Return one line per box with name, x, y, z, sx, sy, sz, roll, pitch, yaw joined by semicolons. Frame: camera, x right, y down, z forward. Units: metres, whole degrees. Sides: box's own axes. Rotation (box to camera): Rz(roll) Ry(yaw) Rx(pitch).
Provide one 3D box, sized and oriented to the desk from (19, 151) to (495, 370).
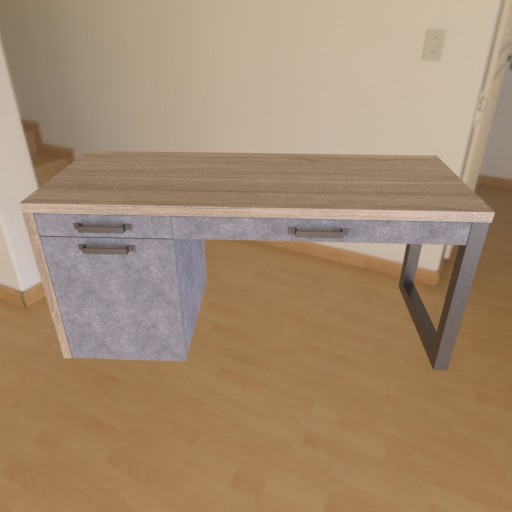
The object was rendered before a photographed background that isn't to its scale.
desk;0.000;0.000;2.047;1.700;0.760;0.690;1;30;2
